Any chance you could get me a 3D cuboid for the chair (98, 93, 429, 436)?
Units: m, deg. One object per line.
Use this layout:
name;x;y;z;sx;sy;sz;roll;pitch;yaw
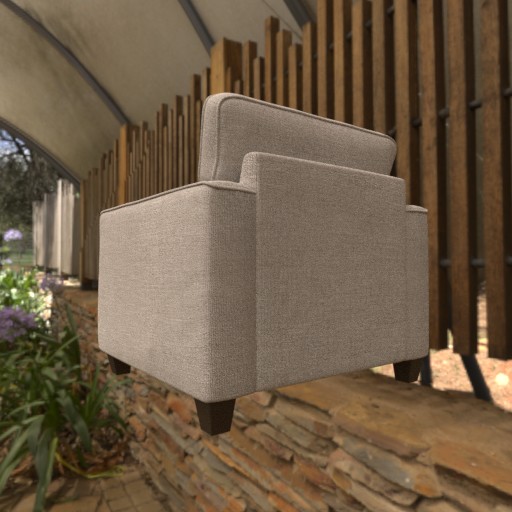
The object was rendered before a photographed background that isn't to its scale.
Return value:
chair;0.000;0.000;1.783;1.015;0.965;0.939;1;-1;-36
